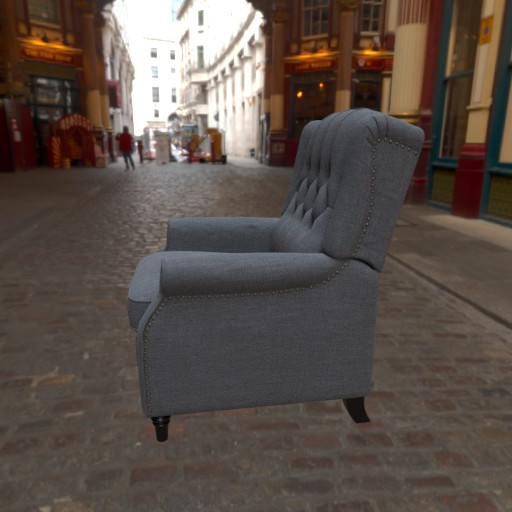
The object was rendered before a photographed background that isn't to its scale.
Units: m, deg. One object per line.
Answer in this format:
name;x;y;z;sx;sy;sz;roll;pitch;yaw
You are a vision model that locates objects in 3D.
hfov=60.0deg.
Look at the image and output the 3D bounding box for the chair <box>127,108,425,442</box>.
chair;0.000;0.000;1.637;0.898;1.035;0.742;-2;15;-9
